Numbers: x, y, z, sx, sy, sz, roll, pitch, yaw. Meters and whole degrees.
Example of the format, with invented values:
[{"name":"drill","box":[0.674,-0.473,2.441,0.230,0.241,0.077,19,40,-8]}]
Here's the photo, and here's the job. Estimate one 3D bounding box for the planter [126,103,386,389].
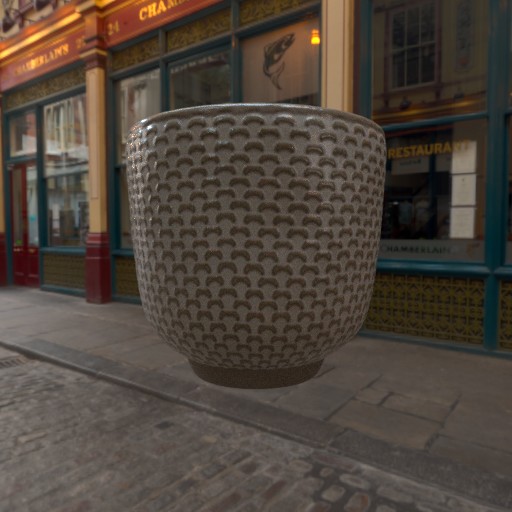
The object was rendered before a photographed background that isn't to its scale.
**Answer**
[{"name":"planter","box":[0.000,0.000,0.308,0.173,0.160,0.173,0,2,0]}]
